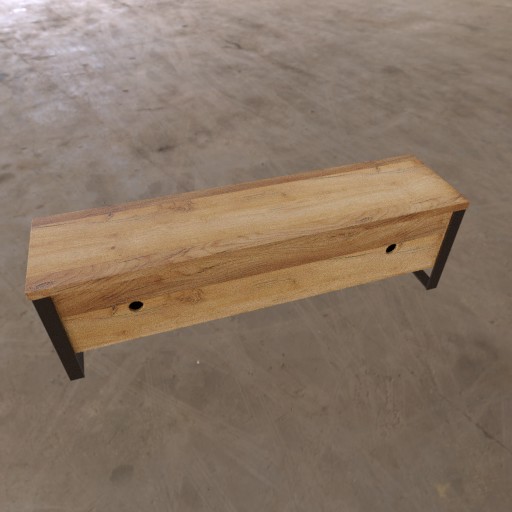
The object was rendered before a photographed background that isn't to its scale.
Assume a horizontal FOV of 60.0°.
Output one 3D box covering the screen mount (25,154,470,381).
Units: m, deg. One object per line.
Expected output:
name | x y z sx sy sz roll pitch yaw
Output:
screen mount | 0.000 0.000 1.739 1.524 0.450 0.395 -12 43 -13
